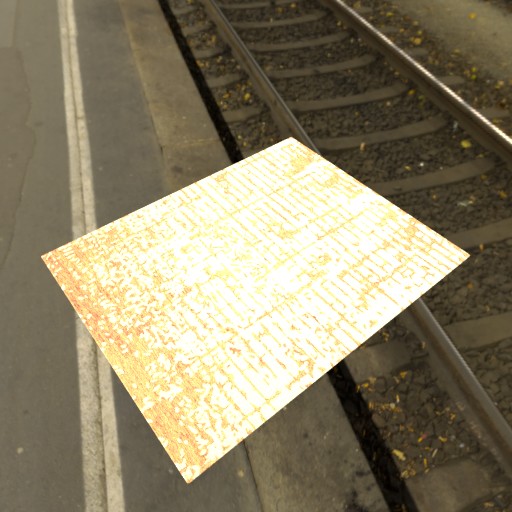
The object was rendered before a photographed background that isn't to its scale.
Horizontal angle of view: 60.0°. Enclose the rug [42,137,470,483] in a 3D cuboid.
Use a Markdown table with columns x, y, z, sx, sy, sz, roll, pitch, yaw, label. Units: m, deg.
| x | y | z | sx | sy | sz | roll | pitch | yaw | label |
| --- | --- | --- | --- | --- | --- | --- | --- | --- | --- |
| 0.000 | 0.000 | 4.032 | 3.050 | 0.011 | 2.441 | -31 | 55 | -25 | rug |
